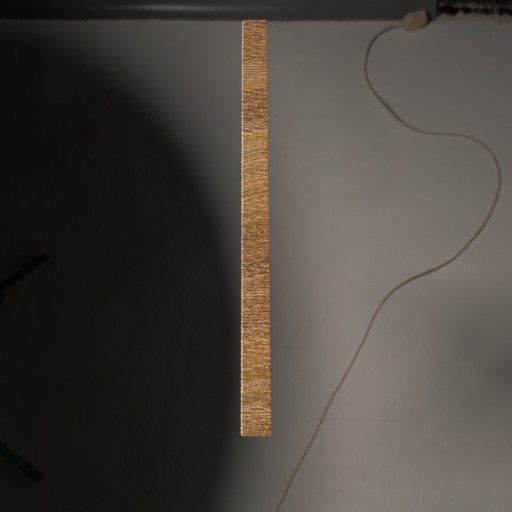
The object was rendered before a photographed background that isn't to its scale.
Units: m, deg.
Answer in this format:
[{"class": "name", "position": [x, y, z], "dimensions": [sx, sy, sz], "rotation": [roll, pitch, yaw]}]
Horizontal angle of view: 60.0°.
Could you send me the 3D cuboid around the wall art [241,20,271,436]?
[{"class": "wall art", "position": [0.000, 0.000, 0.908], "dimensions": [0.042, 0.608, 0.611], "rotation": [0, 75, 0]}]
